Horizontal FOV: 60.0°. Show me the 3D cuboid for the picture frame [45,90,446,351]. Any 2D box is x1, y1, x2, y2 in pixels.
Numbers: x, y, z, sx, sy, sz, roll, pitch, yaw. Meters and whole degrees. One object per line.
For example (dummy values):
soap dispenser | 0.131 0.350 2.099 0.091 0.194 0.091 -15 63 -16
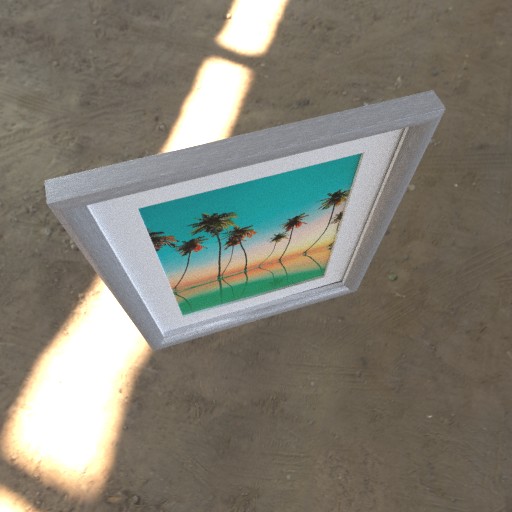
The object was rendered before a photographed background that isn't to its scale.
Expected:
picture frame | 0.000 0.000 0.520 0.327 0.378 0.027 -15 63 -8
